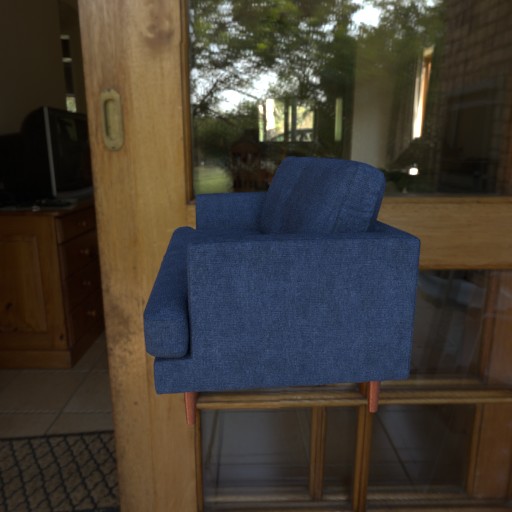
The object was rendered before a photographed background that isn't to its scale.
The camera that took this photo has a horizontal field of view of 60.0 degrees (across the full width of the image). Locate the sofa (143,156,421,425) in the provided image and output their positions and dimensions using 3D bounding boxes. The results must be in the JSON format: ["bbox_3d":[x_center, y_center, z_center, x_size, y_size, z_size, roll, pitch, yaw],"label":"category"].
[{"bbox_3d":[0.000,0.000,2.165,0.903,0.944,1.582,-2,14,-6],"label":"sofa"}]
